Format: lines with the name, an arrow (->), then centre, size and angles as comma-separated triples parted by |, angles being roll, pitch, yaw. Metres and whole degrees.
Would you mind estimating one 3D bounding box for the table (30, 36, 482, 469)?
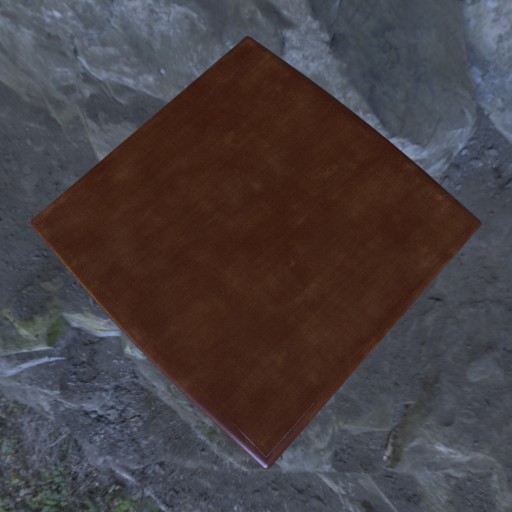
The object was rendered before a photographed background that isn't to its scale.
table -> 0.000, 0.000, 1.690 | 0.991, 0.754, 0.991 | 43, 79, 11
